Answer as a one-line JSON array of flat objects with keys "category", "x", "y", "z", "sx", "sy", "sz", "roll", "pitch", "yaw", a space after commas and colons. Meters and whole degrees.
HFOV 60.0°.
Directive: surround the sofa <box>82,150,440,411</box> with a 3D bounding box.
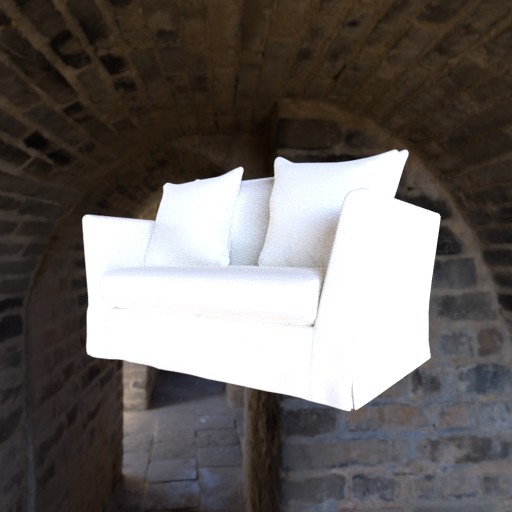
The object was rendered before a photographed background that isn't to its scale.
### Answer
[{"category": "sofa", "x": 0.000, "y": 0.000, "z": 2.305, "sx": 1.608, "sy": 1.039, "sz": 1.026, "roll": 0, "pitch": -1, "yaw": 35}]
